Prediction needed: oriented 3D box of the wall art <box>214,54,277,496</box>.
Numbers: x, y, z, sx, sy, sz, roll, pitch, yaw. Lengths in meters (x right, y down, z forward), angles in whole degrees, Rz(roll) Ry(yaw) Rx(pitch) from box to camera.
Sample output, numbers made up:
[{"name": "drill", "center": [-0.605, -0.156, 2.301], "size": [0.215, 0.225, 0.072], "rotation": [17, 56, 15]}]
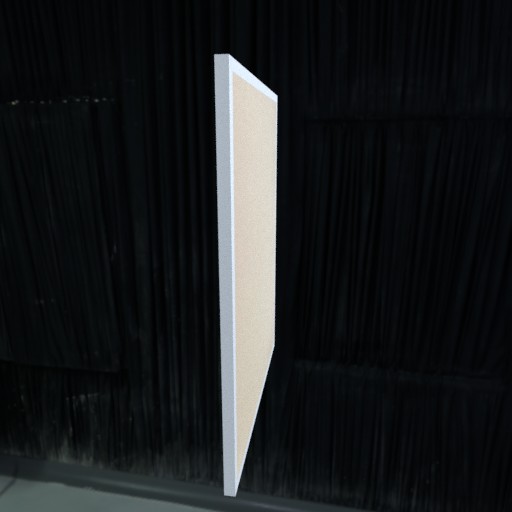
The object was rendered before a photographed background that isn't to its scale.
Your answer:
[{"name": "wall art", "center": [0.000, 0.000, 0.620], "size": [0.013, 0.456, 0.382], "rotation": [2, 15, 9]}]
